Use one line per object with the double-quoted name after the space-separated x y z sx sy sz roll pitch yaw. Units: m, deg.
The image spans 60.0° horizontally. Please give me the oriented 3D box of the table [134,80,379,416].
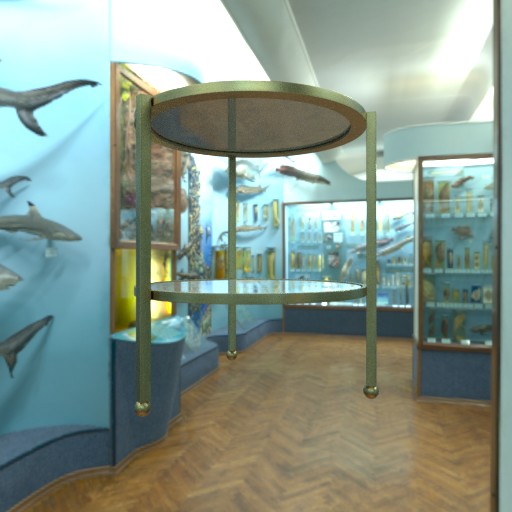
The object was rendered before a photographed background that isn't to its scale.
0.000 0.000 0.453 0.243 0.269 0.231 0 0 18 "table"
